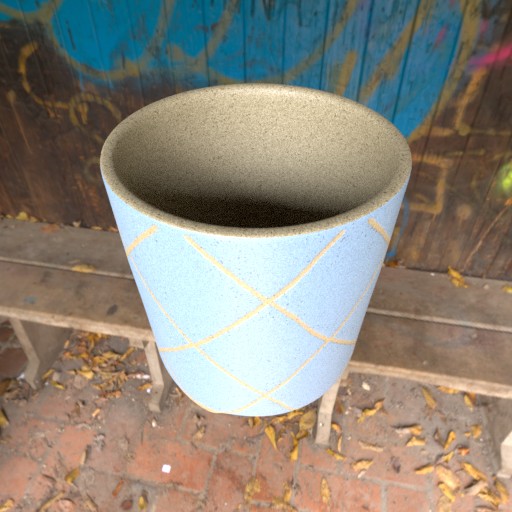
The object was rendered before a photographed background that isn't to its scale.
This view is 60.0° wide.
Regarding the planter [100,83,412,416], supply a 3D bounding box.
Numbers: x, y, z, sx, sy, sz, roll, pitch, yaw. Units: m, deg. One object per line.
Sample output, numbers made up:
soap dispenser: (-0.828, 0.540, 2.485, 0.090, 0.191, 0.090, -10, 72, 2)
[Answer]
planter: (0.000, 0.000, 0.411, 0.227, 0.235, 0.227, 0, 42, 0)
